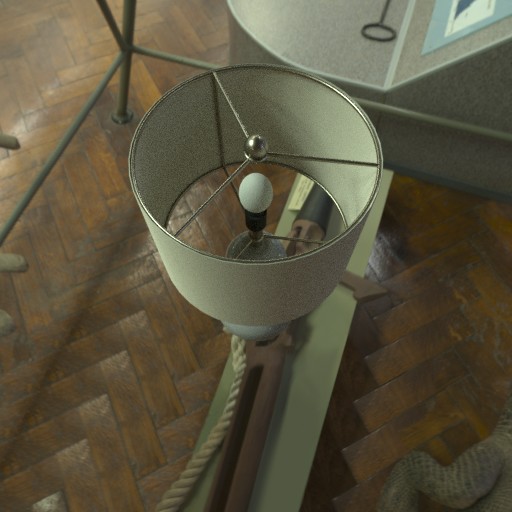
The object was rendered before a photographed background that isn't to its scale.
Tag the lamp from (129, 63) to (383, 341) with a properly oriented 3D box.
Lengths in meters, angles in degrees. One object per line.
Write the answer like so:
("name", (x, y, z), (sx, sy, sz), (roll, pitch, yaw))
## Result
("lamp", (0.000, 0.000, 0.945), (0.367, 0.730, 0.367), (17, 64, 9))
